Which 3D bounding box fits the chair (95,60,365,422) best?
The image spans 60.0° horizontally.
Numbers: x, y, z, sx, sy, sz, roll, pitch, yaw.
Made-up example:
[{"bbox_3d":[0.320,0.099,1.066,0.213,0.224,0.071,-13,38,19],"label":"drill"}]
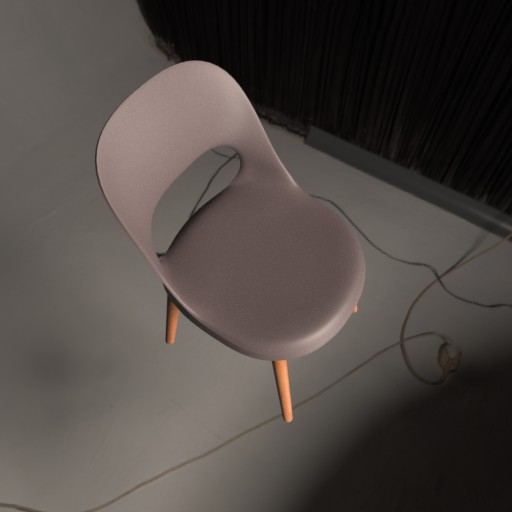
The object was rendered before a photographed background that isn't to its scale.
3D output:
[{"bbox_3d":[0.000,0.000,1.138,0.556,0.794,0.470,29,63,17],"label":"chair"}]
